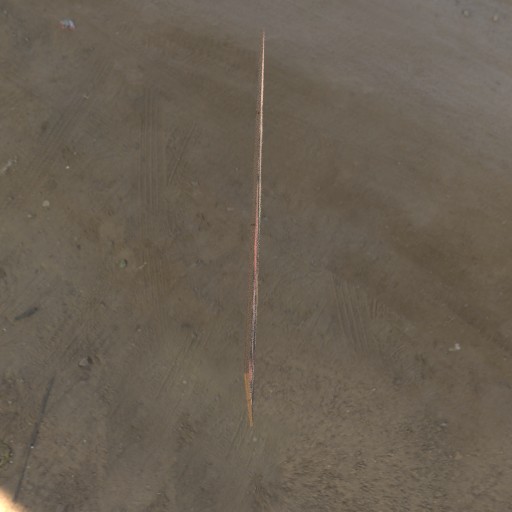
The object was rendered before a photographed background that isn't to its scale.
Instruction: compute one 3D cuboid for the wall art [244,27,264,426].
[{"bbox_3d":[0.000,0.000,1.396,0.010,0.917,0.919,2,64,1],"label":"wall art"}]
